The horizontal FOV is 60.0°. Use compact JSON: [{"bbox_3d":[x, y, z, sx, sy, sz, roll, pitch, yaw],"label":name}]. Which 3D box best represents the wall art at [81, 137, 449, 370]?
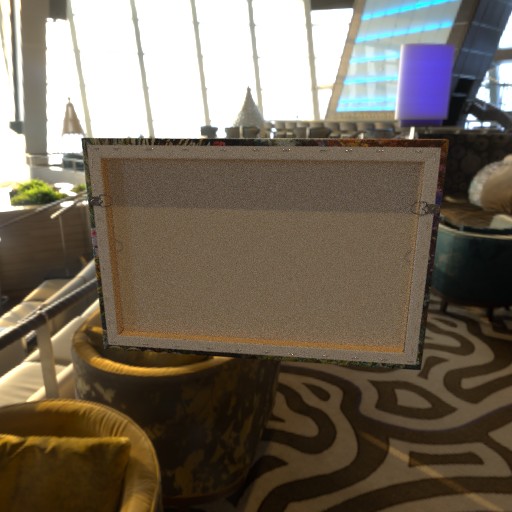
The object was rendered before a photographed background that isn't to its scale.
[{"bbox_3d":[0.000,0.000,1.483,1.136,0.760,0.042,2,17,7],"label":"wall art"}]
